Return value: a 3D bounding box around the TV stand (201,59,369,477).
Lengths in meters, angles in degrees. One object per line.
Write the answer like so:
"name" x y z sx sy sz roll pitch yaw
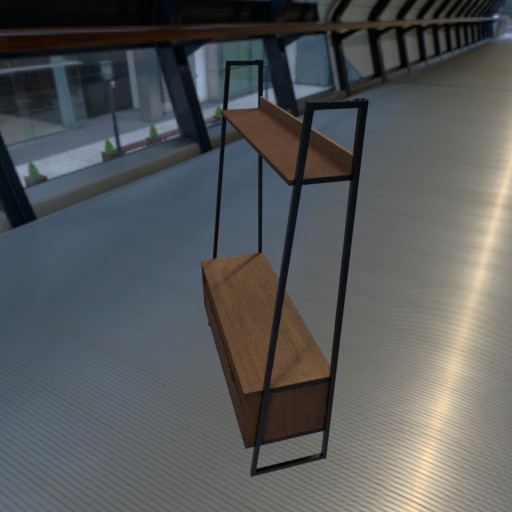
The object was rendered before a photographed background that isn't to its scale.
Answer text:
"TV stand" 0.000 0.000 2.326 0.432 1.772 1.250 -8 30 -13
